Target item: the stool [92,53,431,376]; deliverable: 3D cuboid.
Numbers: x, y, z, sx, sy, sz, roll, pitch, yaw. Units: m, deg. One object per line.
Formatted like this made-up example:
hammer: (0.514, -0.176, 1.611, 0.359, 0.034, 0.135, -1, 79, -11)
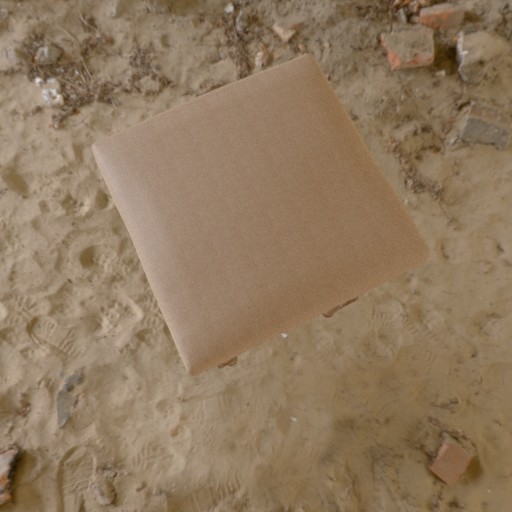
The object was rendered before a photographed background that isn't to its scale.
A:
stool: (0.000, 0.000, 0.973, 0.383, 0.768, 0.382, -25, 77, -6)
